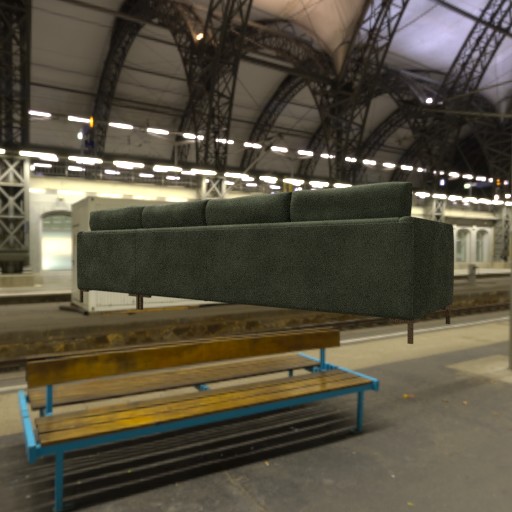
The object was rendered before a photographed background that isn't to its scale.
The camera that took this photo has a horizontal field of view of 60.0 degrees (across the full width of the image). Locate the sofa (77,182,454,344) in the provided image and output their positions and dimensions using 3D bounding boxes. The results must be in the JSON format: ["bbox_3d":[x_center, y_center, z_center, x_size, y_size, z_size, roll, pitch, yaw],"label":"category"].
[{"bbox_3d":[0.000,0.000,3.255,2.725,0.756,1.255,1,1,37],"label":"sofa"}]
